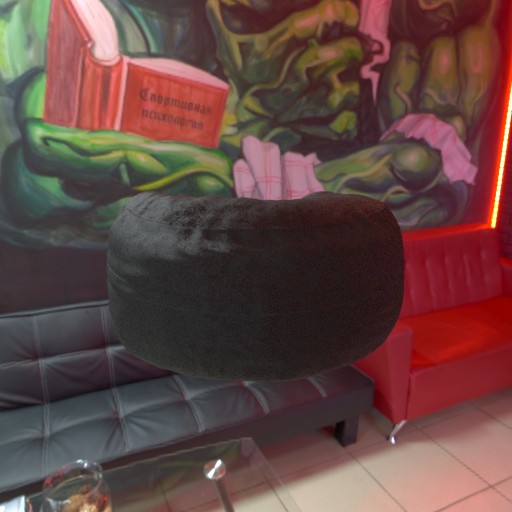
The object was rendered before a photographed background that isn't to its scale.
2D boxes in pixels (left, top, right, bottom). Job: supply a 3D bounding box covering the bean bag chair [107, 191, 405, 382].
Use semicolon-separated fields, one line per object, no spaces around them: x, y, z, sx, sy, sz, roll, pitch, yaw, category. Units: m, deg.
0.000;0.000;2.365;1.525;0.751;1.525;0;15;0;bean bag chair
